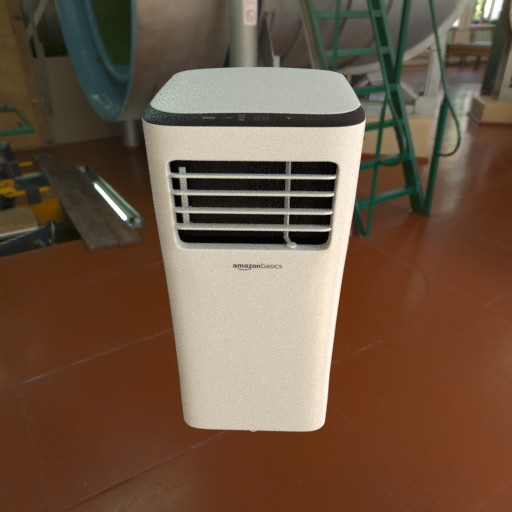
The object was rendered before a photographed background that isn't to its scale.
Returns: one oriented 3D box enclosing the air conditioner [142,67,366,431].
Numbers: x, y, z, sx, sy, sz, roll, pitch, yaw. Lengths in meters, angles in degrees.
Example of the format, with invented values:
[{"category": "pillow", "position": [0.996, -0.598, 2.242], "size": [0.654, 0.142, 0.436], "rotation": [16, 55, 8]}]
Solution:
[{"category": "air conditioner", "position": [0.000, 0.000, 0.948], "size": [0.352, 0.716, 0.369], "rotation": [1, 28, 2]}]
